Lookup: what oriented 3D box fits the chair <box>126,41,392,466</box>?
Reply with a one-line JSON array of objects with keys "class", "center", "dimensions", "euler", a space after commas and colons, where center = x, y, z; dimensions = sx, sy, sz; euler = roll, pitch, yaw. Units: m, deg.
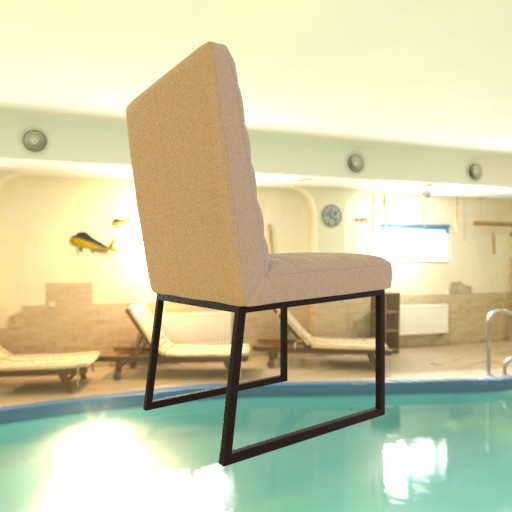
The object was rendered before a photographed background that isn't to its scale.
[{"class": "chair", "center": [0.000, 0.000, 1.312], "dimensions": [0.634, 0.930, 0.520], "euler": [0, 0, -36]}]
